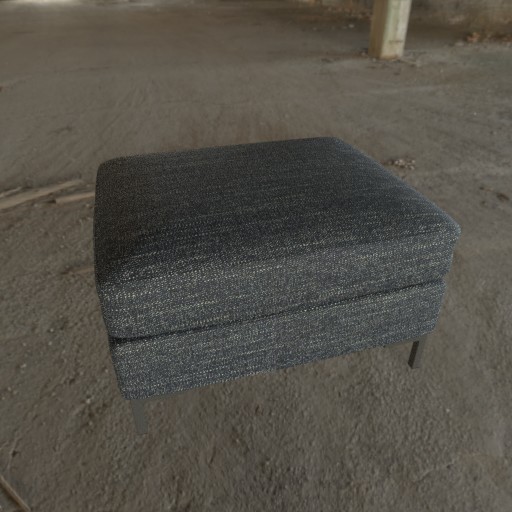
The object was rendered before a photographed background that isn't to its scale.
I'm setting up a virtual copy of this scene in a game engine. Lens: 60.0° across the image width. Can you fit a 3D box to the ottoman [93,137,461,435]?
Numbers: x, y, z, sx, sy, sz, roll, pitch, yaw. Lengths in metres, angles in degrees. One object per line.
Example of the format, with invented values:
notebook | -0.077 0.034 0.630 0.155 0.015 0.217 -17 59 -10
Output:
ottoman | 0.000 0.000 1.253 0.814 0.491 0.667 -9 34 -14
